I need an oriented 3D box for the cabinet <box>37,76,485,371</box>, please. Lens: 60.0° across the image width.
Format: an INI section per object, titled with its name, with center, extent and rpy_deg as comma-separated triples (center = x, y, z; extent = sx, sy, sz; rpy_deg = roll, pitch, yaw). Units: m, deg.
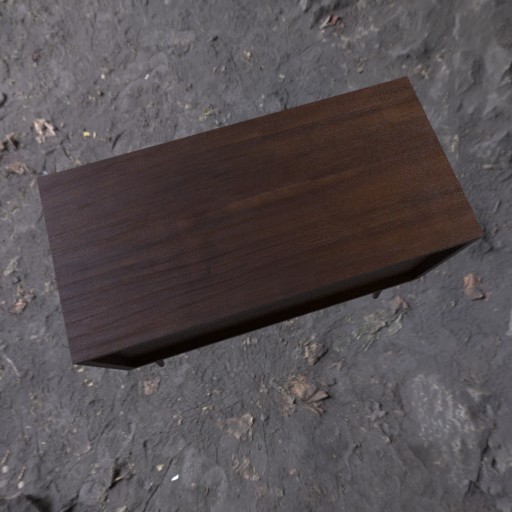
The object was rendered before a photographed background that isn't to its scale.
[cabinet]
center = 0.000, 0.000, 1.120
extent = 0.743, 0.654, 0.354
rpy_deg = -17, 74, -5
